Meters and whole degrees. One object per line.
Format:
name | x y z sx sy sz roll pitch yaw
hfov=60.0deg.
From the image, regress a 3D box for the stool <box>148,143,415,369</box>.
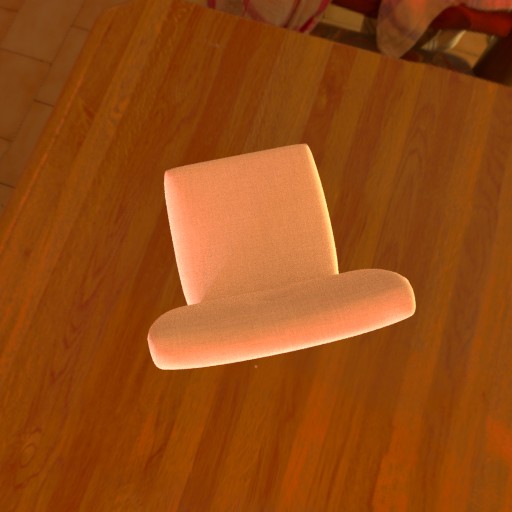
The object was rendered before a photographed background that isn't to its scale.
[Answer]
stool | 0.000 0.000 1.330 0.514 0.972 0.603 -12 76 -3
